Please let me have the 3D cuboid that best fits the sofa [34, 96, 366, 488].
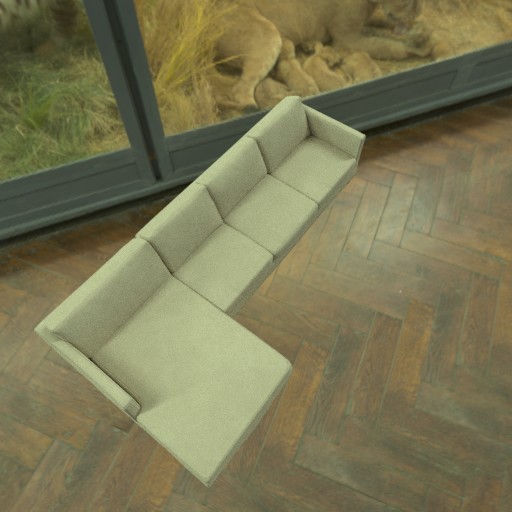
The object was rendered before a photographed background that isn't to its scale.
[{"bbox_3d":[0.000,0.000,3.796,1.625,0.846,3.186,33,64,18],"label":"sofa"}]
